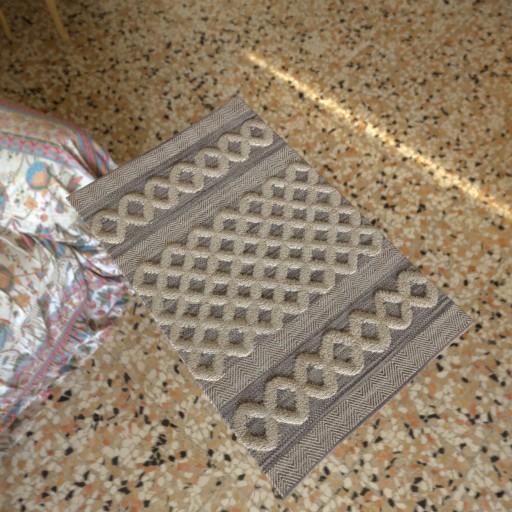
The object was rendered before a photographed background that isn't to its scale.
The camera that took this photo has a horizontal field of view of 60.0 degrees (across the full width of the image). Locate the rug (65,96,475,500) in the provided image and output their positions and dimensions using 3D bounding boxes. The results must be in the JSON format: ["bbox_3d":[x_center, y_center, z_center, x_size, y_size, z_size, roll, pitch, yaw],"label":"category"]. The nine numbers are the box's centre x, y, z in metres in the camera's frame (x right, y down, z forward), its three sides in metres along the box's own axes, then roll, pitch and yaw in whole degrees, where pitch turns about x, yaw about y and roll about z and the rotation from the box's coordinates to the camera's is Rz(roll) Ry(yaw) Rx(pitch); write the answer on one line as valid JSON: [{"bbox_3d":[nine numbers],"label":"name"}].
[{"bbox_3d":[0.000,0.000,2.843,1.513,0.033,2.333,-36,69,-16],"label":"rug"}]
